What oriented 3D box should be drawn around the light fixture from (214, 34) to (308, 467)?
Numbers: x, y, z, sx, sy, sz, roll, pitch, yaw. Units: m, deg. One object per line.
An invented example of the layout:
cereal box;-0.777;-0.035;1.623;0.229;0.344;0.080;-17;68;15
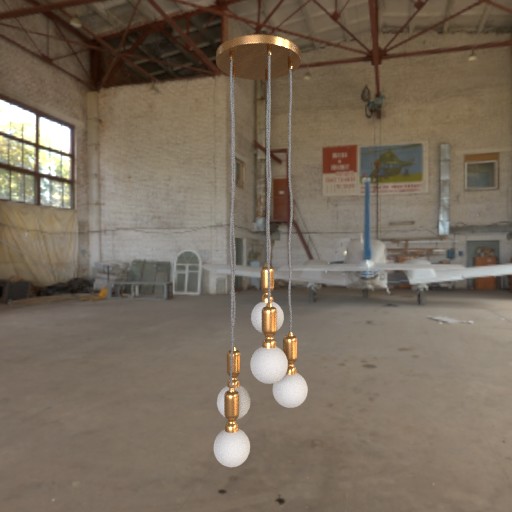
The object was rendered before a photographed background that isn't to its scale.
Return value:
light fixture;0.000;0.000;0.507;0.105;0.457;0.108;0;0;36
